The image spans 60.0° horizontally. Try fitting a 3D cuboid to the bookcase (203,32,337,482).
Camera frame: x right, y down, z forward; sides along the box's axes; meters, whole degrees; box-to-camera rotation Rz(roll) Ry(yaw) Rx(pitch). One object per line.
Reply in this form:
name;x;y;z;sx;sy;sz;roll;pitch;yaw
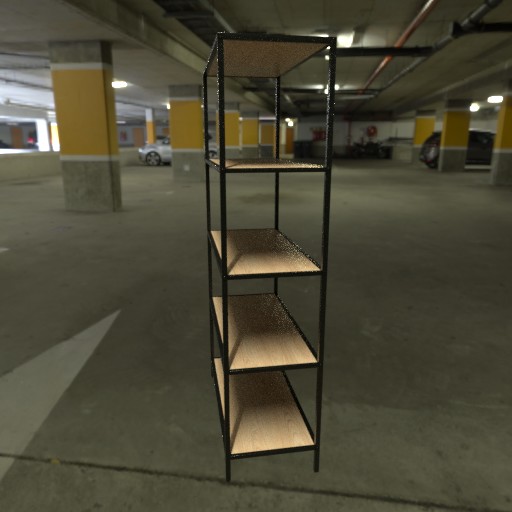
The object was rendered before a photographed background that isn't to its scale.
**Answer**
bookcase;0.000;0.000;1.818;0.350;1.500;0.770;-2;15;-9
